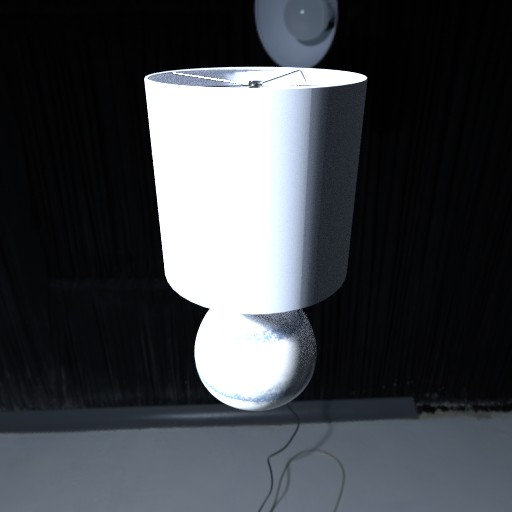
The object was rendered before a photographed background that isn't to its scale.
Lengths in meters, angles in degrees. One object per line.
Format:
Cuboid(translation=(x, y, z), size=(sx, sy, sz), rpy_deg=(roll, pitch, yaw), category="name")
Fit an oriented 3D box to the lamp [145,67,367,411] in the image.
Cuboid(translation=(0.000, 0.000, 0.533), size=(0.216, 0.404, 0.216), rpy_deg=(0, 27, 0), category="lamp")
